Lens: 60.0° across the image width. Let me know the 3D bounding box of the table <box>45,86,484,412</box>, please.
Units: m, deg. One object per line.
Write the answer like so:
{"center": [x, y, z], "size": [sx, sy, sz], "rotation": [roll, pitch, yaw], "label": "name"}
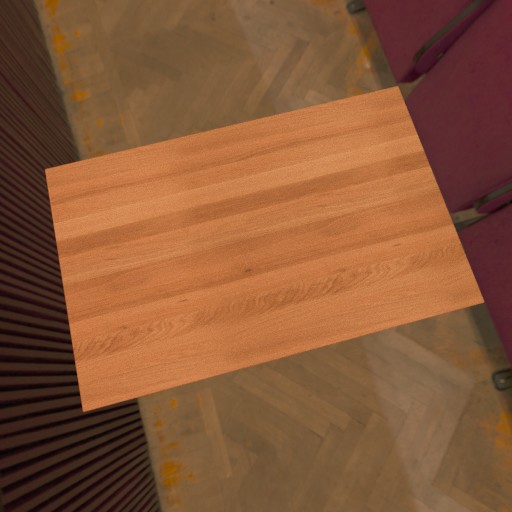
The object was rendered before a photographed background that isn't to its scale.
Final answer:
{"center": [0.000, 0.000, 1.501], "size": [1.100, 0.510, 0.700], "rotation": [-14, 76, -4], "label": "table"}
